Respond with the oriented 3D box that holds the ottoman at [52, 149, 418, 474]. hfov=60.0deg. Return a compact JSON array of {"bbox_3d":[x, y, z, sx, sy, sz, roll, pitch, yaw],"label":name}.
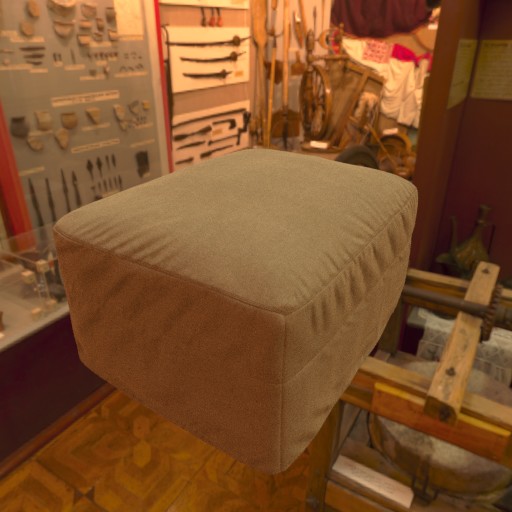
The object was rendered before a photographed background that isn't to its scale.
[{"bbox_3d":[0.000,0.000,1.231,0.683,0.481,0.837,16,31,29],"label":"ottoman"}]
